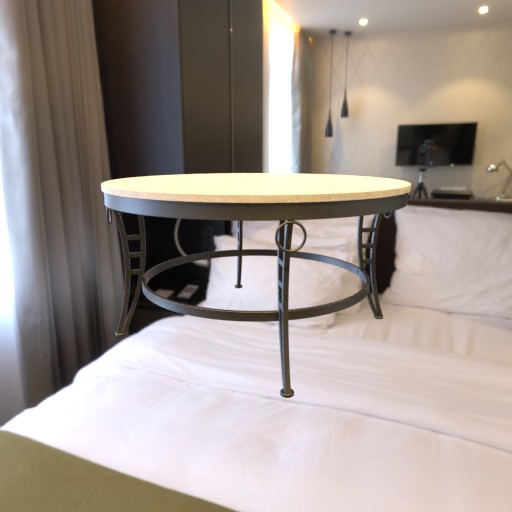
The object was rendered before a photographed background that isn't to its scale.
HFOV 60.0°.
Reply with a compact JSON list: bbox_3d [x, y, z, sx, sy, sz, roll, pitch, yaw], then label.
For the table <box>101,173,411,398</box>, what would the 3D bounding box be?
[{"bbox_3d":[0.000,0.000,1.397,0.889,0.470,0.889,0,13,0],"label":"table"}]
